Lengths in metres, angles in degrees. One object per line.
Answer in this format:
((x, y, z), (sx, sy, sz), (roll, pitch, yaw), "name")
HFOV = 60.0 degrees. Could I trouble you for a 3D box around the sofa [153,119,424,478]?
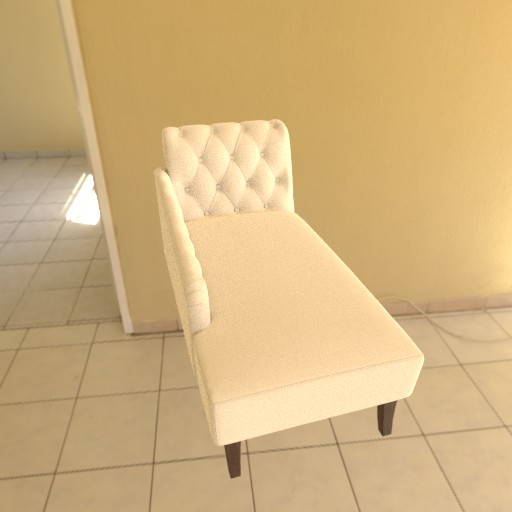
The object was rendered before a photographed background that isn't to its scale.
((0.000, 0.000, 1.812), (0.675, 0.787, 1.379), (-9, 32, -14), "sofa")
